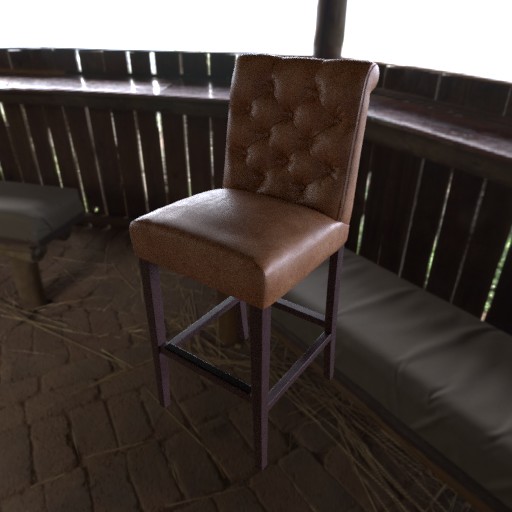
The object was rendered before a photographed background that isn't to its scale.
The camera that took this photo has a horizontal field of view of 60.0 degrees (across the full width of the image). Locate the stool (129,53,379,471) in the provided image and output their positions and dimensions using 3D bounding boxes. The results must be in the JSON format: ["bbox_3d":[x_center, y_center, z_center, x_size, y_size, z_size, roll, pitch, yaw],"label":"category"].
[{"bbox_3d":[0.000,0.000,1.425,0.493,1.140,0.601,19,34,31],"label":"stool"}]
